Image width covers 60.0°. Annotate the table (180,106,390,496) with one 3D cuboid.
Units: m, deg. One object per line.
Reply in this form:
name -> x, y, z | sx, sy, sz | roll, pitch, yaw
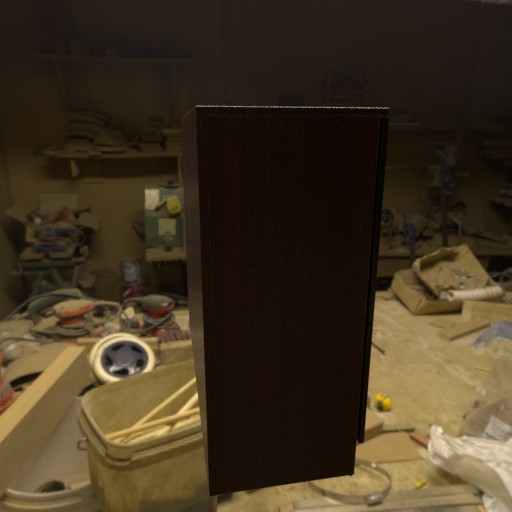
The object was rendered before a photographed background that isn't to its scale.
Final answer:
table -> 0.000, 0.000, 1.308 | 0.380, 0.790, 0.930 | -3, 16, -10
